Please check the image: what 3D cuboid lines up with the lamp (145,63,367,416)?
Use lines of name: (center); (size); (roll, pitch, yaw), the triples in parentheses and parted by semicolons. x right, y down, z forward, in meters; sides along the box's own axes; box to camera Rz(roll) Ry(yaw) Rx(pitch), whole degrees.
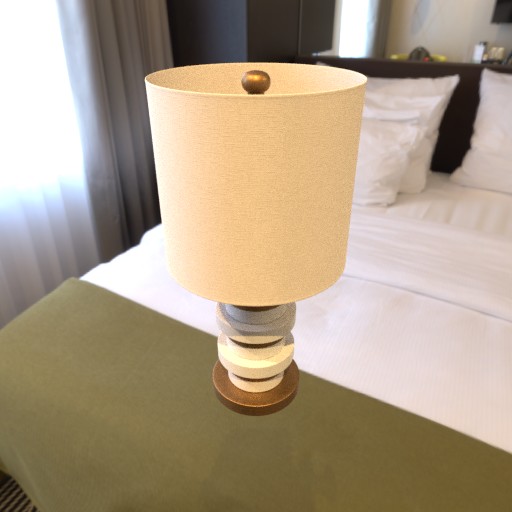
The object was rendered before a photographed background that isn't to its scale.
lamp: (0.000, 0.000, 0.527); (0.210, 0.410, 0.210); (-1, 30, -2)
